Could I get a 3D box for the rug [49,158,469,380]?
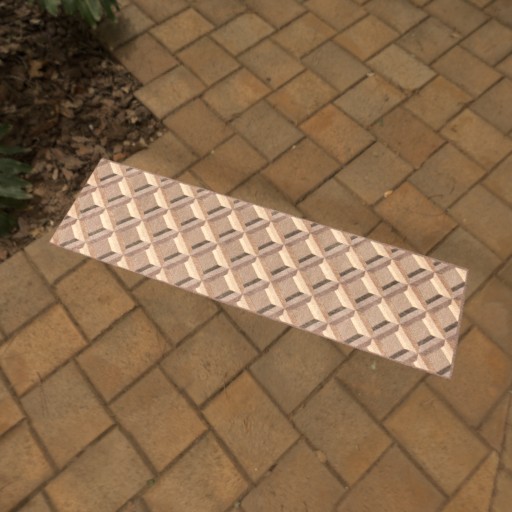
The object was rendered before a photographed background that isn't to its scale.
[{"bbox_3d":[0.000,0.000,2.656,2.437,0.013,0.685,18,66,8],"label":"rug"}]
